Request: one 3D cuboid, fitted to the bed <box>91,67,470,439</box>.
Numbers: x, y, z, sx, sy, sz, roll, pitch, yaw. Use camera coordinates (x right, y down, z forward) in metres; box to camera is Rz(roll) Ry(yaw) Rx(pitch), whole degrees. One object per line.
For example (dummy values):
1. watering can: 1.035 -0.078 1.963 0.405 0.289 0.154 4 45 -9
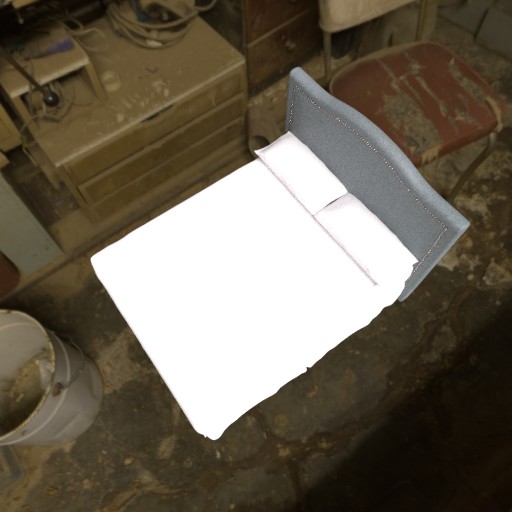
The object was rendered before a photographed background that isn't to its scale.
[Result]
1. bed: 0.000 0.000 3.403 2.143 1.460 1.753 -33 68 -15
